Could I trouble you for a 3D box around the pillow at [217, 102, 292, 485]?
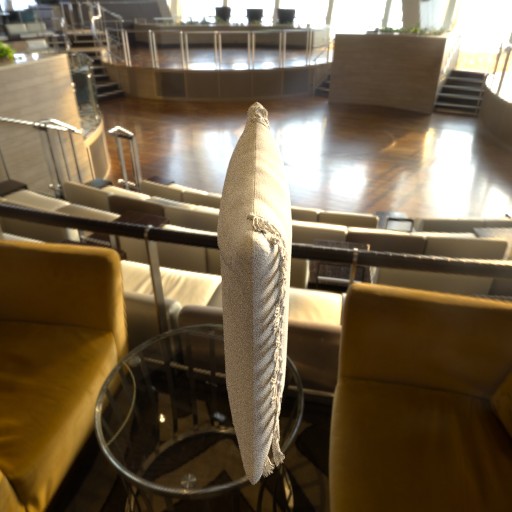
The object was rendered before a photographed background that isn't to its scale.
[{"bbox_3d":[0.000,0.000,0.594,0.084,0.305,0.466,0,31,0],"label":"pillow"}]
